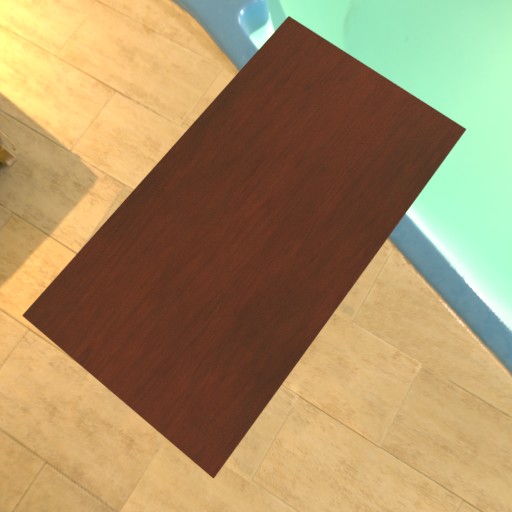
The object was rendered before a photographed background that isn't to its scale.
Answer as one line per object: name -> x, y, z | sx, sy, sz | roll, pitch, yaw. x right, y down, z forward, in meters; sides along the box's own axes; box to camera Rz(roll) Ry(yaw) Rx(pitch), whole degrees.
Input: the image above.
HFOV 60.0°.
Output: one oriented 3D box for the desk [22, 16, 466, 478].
desk -> 0.000, 0.000, 1.412 | 0.549, 0.762, 1.001 | 37, 79, 8
